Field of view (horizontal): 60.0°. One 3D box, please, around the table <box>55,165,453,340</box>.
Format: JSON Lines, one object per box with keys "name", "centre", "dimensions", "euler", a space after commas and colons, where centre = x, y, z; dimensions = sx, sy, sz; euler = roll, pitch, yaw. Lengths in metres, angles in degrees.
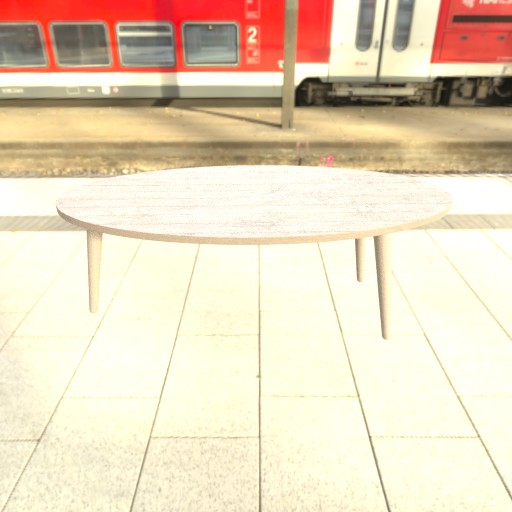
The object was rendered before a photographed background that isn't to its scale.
{"name": "table", "centre": [0.000, 0.000, 1.323], "dimensions": [1.083, 0.390, 0.542], "euler": [-1, 29, -2]}
